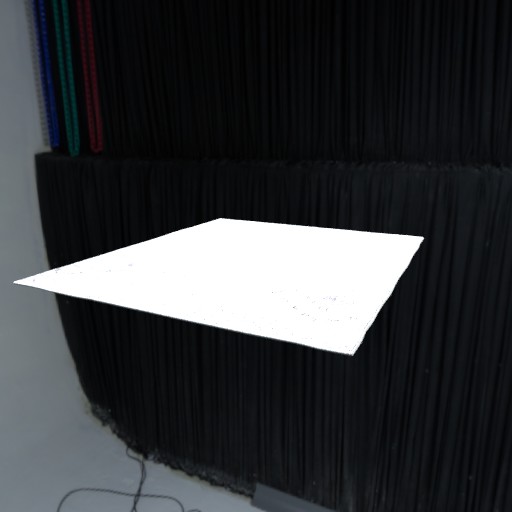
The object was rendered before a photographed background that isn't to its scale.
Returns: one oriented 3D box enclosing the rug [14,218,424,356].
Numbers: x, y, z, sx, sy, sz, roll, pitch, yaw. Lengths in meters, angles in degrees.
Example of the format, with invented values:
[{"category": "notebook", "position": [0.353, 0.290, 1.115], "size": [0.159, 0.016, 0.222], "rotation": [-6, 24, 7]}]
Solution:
[{"category": "rug", "position": [0.000, 0.000, 0.863], "size": [0.548, 0.006, 0.639], "rotation": [7, 17, 26]}]
